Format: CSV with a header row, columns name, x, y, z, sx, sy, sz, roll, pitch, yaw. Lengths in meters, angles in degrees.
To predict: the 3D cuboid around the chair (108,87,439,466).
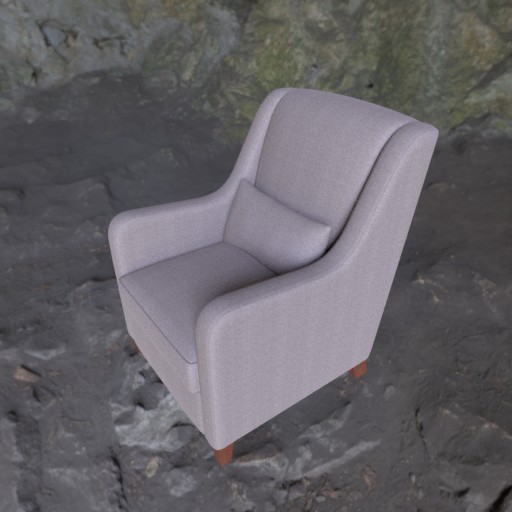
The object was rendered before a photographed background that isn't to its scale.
name,x,y,z,sx,sy,sz,roll,pitch,yaw
chair,0.000,0.000,1.619,0.890,1.017,0.715,-22,39,-30
